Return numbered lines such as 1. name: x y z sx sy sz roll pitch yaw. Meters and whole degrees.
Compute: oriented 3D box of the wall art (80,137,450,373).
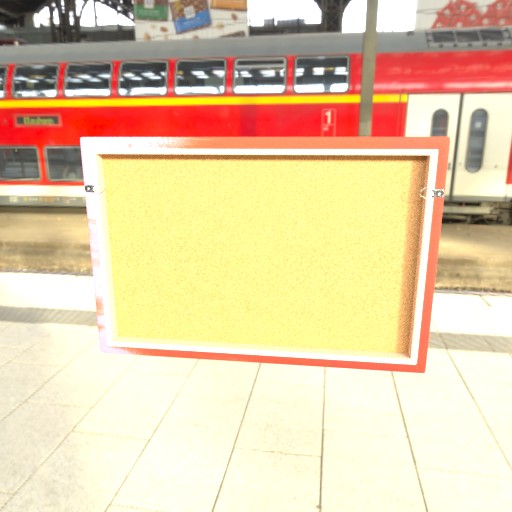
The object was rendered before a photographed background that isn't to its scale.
1. wall art: 0.000 0.000 1.174 0.913 0.609 0.040 2 15 7
